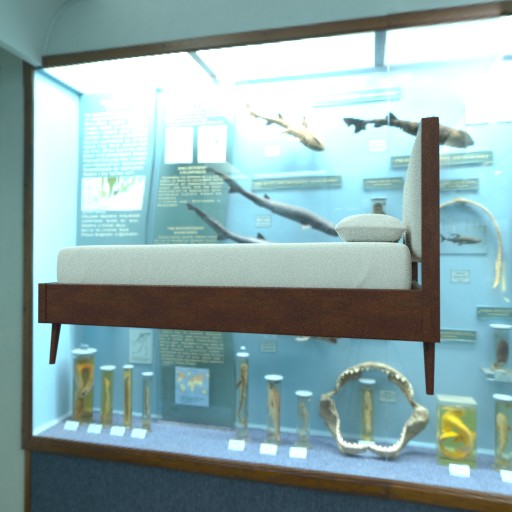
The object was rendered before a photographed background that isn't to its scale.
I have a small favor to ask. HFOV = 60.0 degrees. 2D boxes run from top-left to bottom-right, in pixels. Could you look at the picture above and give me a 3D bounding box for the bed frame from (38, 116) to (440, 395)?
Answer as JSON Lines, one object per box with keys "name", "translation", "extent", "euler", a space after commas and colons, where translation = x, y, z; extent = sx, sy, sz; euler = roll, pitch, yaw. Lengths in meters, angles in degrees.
{"name": "bed frame", "translation": [0.000, 0.000, 3.030], "extent": [2.171, 1.279, 1.587], "euler": [0, -1, 17]}
